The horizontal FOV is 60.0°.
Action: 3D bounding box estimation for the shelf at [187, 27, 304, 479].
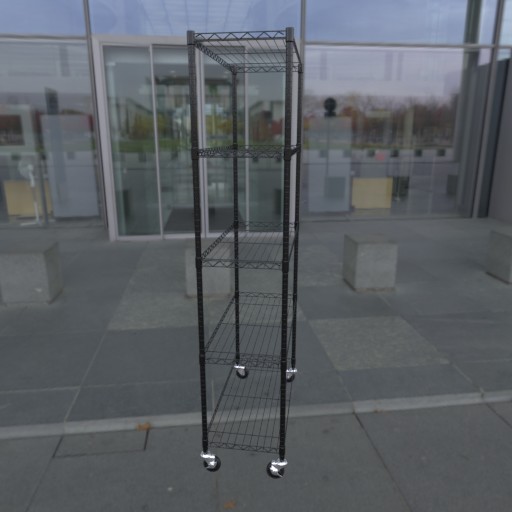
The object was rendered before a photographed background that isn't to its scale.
[{"bbox_3d":[0.000,0.000,1.929,0.356,1.645,0.762,2,15,8],"label":"shelf"}]
